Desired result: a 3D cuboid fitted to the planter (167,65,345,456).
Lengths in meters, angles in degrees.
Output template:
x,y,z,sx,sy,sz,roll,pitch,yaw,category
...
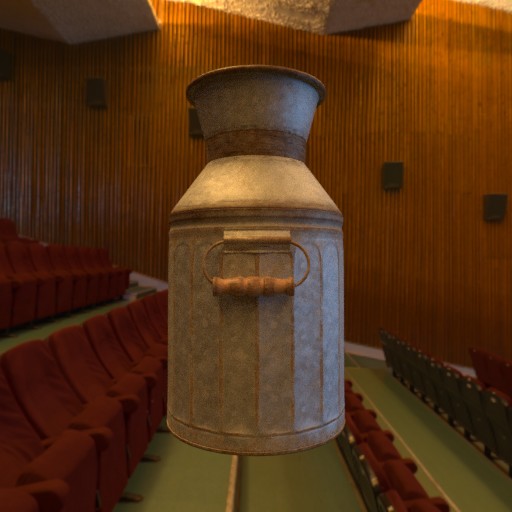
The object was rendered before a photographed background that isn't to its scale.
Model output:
x,y,z,sx,sy,sz,roll,pitch,yaw,category
0.000,0.000,0.541,0.214,0.396,0.245,0,0,-1,planter
